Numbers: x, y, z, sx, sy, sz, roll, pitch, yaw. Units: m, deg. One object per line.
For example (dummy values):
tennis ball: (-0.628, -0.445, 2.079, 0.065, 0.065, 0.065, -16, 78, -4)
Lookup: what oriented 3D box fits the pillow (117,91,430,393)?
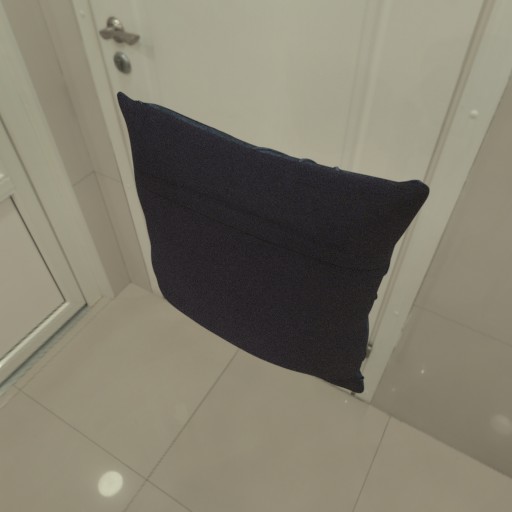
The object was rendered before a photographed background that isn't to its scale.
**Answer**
pillow: (0.000, 0.000, 0.686, 0.439, 0.440, 0.183, 23, 51, 20)
